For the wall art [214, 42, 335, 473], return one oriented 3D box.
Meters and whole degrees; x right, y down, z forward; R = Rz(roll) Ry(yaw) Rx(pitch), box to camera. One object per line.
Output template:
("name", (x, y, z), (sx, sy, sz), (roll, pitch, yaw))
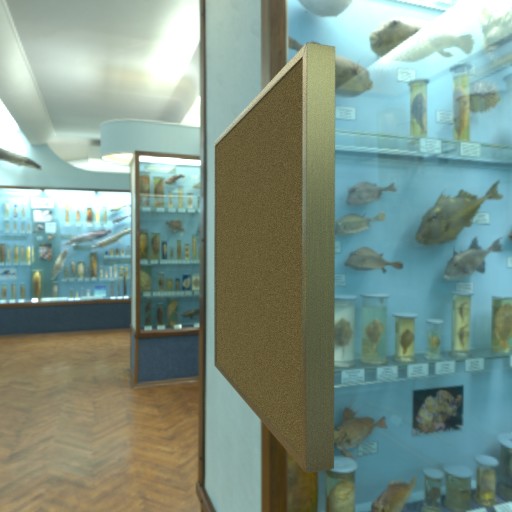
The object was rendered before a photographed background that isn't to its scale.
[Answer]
("wall art", (0.000, 0.000, 0.765), (0.037, 0.505, 0.505), (0, 1, -18))
